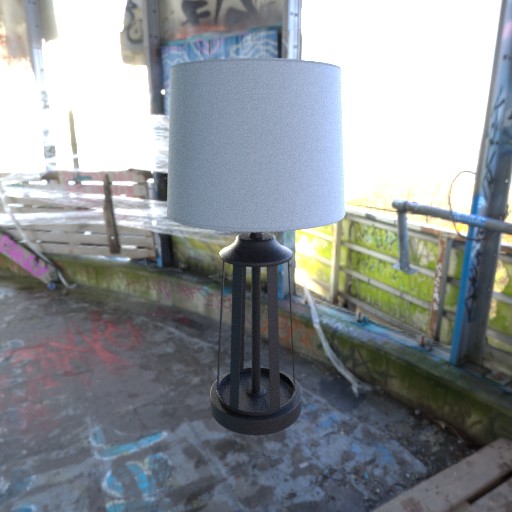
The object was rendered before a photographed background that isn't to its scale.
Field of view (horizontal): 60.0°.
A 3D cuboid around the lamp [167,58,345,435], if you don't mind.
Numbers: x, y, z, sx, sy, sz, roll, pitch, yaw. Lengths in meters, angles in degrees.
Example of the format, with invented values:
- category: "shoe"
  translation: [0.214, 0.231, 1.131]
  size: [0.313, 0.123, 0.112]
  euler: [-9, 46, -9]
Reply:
- category: "lamp"
  translation: [0.000, 0.000, 0.653]
  size: [0.251, 0.509, 0.251]
  euler: [0, 17, 0]
